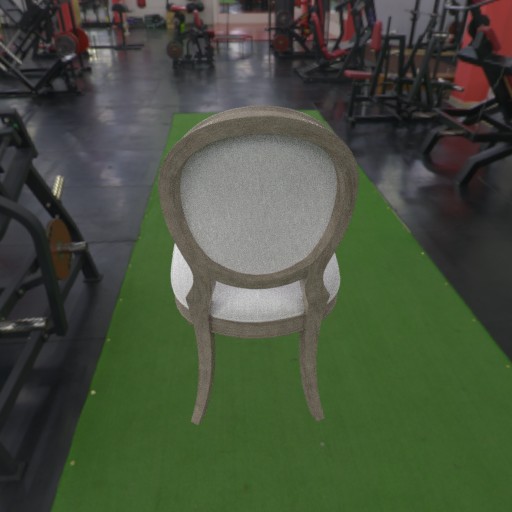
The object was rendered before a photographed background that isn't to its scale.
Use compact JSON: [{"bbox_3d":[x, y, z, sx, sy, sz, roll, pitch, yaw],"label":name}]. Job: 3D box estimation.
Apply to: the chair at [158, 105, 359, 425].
[{"bbox_3d":[0.000,0.000,1.319,0.558,0.990,0.602,-1,32,-2],"label":"chair"}]
